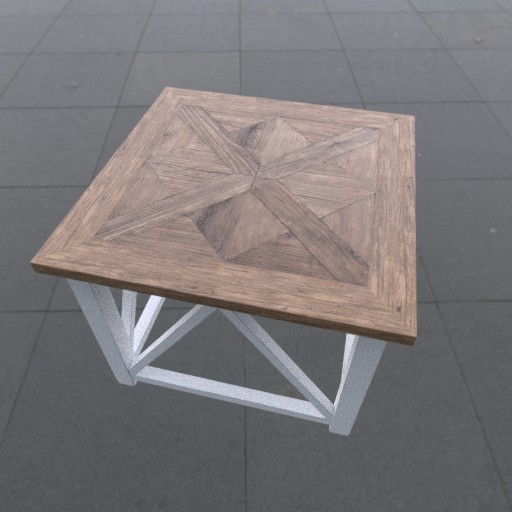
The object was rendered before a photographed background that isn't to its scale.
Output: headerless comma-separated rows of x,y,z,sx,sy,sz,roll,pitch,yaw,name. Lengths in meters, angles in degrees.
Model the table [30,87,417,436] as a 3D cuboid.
0.000,0.000,1.195,0.700,0.532,0.700,10,48,9,table
